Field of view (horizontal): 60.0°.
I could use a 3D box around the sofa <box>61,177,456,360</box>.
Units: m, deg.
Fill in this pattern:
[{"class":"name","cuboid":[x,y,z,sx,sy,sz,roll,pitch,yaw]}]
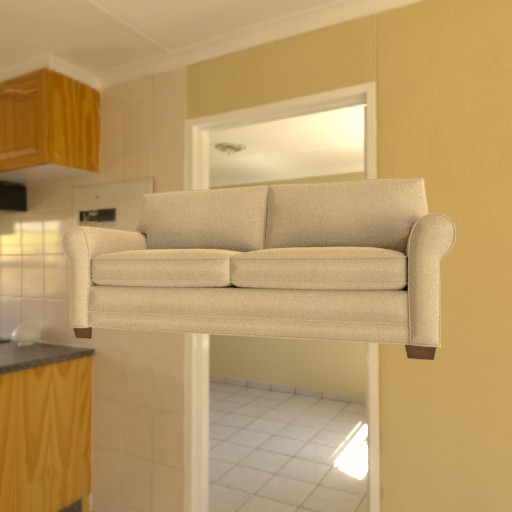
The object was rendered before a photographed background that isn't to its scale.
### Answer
[{"class":"sofa","cuboid":[0.000,0.000,2.688,2.146,0.962,0.901,0,-1,18]}]
